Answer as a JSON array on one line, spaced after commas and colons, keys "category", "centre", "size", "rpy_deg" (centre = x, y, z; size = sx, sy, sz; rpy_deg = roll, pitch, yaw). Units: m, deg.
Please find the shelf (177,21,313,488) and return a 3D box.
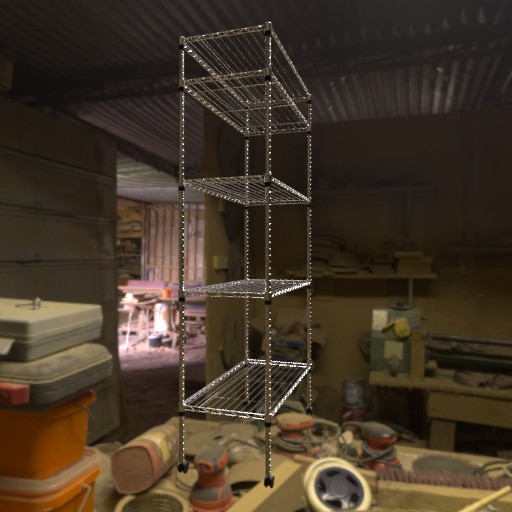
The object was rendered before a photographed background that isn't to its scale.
[{"category": "shelf", "centre": [0.000, 0.000, 1.911], "size": [0.356, 1.587, 0.762], "rpy_deg": [0, 0, 18]}]
